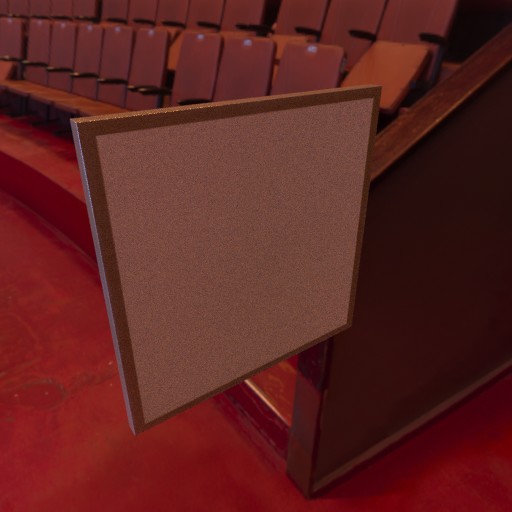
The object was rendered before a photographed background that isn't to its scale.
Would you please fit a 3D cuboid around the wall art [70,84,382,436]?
[{"bbox_3d":[0.000,0.000,1.126,0.762,0.760,0.037,-19,34,-31],"label":"wall art"}]
